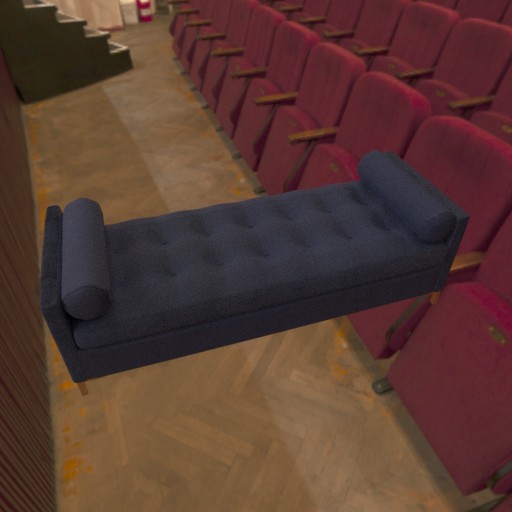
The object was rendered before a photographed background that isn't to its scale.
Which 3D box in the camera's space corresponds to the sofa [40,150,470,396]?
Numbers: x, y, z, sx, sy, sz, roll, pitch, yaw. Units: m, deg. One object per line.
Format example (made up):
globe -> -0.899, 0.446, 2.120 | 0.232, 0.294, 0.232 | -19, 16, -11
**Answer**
sofa -> 0.000, 0.000, 2.487 | 2.102, 0.705, 0.796 | -12, 41, -14
